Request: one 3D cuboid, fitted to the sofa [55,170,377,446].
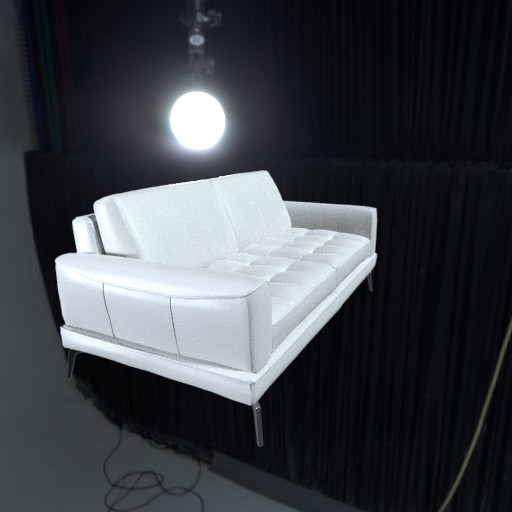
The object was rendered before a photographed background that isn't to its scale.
[{"bbox_3d":[0.000,0.000,2.789,1.121,0.930,2.177,8,17,26],"label":"sofa"}]
